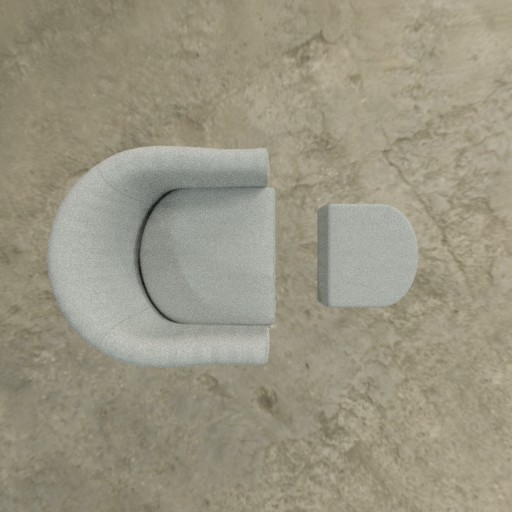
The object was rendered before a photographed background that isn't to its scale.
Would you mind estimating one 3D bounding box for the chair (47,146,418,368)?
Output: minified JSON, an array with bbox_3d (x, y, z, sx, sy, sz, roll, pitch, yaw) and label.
[{"bbox_3d":[0.000,0.000,1.721,1.288,0.757,0.756,0,91,-1],"label":"chair"}]
